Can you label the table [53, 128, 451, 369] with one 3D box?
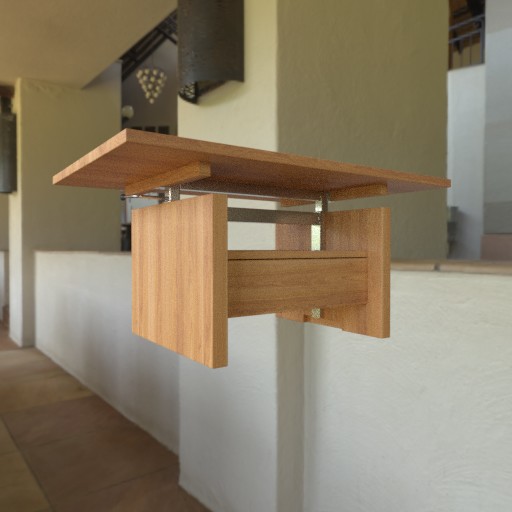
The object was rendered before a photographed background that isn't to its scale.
[{"bbox_3d":[0.000,0.000,1.454,1.100,0.510,0.700,-1,1,-35],"label":"table"}]
